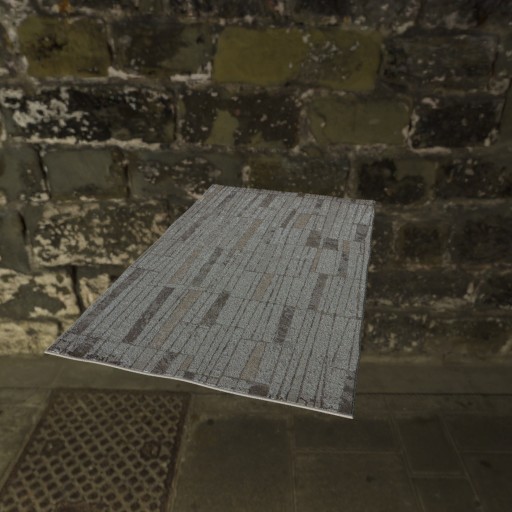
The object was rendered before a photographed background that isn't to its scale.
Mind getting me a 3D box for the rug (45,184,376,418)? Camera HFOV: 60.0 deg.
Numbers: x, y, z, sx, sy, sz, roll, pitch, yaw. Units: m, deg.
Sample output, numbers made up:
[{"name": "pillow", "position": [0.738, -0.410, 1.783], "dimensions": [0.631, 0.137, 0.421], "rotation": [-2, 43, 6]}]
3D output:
[{"name": "rug", "position": [0.000, 0.000, 3.060], "dimensions": [1.531, 0.023, 2.444], "rotation": [8, 31, 13]}]
